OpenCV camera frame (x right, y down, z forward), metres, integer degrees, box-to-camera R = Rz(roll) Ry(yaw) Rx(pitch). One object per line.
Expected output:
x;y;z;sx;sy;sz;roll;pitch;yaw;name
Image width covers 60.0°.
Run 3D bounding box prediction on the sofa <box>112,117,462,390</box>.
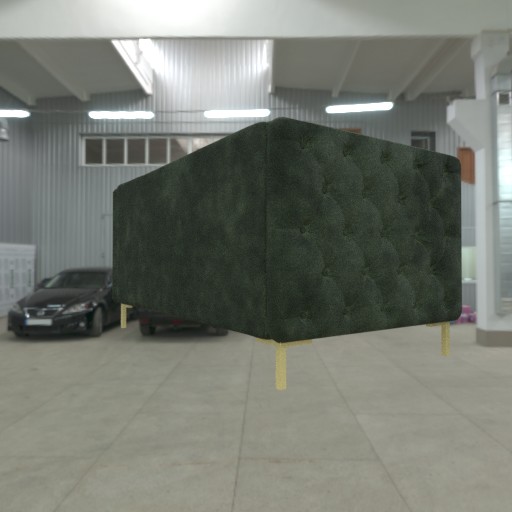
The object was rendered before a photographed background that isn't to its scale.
0.000;0.000;2.052;0.895;0.768;1.537;1;-1;-34;sofa
